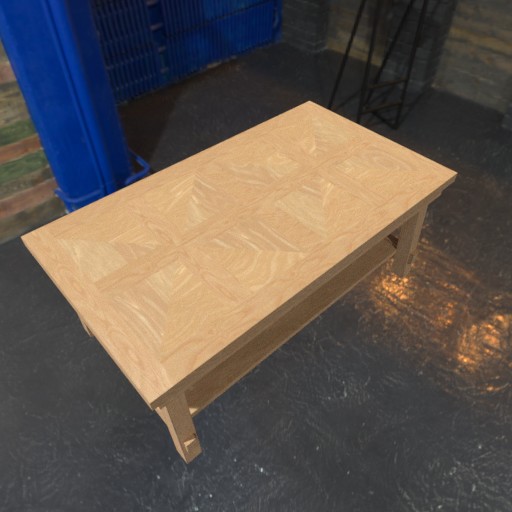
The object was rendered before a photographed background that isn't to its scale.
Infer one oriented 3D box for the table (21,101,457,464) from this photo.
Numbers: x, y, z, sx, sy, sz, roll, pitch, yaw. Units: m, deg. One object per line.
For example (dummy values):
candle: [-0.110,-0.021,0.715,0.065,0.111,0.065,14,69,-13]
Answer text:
table: [0.000,0.000,1.631,1.270,0.507,0.711,-33,55,-28]
